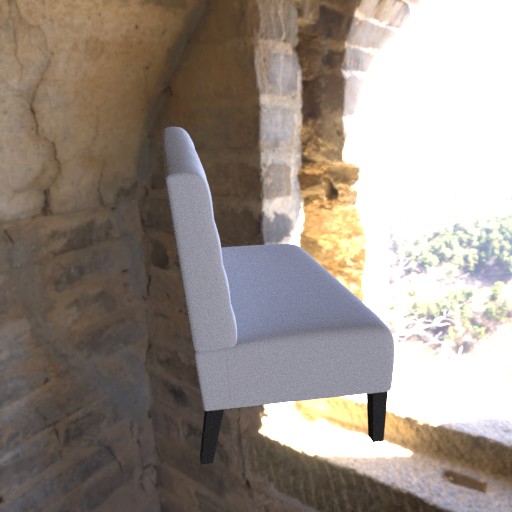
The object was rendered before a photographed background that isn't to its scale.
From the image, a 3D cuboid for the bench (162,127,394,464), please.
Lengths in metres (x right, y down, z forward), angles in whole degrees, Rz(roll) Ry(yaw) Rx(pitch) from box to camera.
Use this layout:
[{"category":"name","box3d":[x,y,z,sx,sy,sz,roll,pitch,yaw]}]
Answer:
[{"category":"bench","box3d":[0.000,0.000,2.112,0.815,1.180,1.335,-3,16,-10]}]
